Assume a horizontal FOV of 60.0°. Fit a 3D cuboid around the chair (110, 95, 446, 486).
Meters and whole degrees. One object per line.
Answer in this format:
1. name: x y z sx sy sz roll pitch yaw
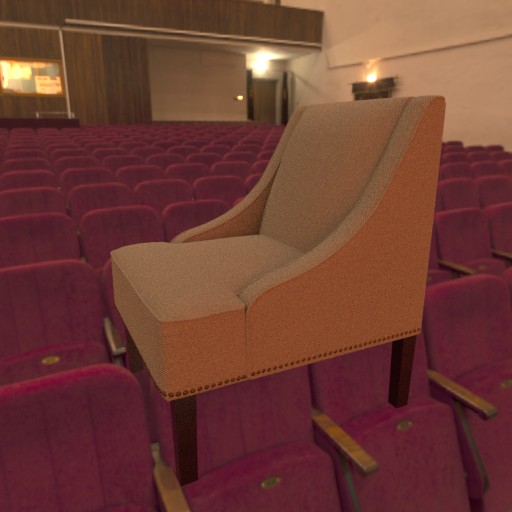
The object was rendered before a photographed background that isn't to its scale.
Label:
1. chair: 0.000 0.000 1.294 0.748 0.872 0.628 -8 18 -26
